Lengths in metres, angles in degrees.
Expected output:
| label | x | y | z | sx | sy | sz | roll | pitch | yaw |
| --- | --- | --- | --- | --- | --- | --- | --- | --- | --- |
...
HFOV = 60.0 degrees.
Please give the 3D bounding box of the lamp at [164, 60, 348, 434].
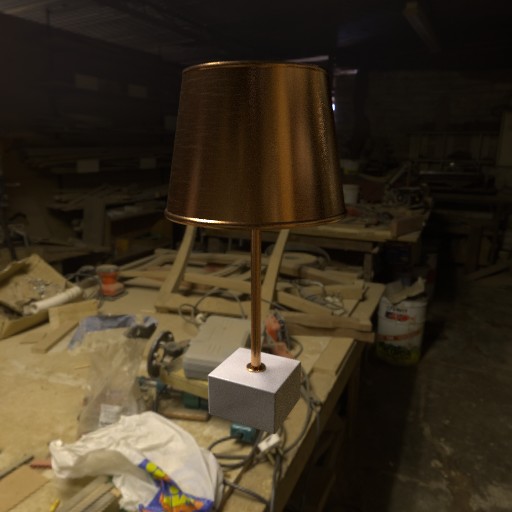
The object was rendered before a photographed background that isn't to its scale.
| label | x | y | z | sx | sy | sz | roll | pitch | yaw |
| --- | --- | --- | --- | --- | --- | --- | --- | --- | --- |
| lamp | 0.000 | 0.000 | 0.527 | 0.208 | 0.406 | 0.208 | 0 | 15 | 0 |
